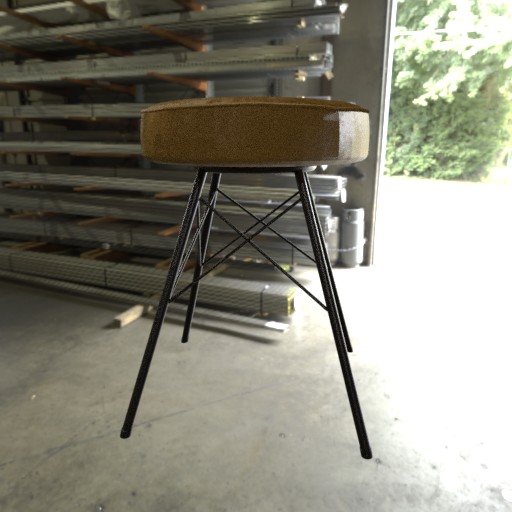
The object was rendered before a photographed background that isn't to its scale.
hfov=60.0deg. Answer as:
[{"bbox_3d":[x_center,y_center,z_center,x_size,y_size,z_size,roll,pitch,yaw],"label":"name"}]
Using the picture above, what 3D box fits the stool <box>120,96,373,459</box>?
[{"bbox_3d":[0.000,0.000,0.910,0.472,0.595,0.438,2,15,9],"label":"stool"}]
